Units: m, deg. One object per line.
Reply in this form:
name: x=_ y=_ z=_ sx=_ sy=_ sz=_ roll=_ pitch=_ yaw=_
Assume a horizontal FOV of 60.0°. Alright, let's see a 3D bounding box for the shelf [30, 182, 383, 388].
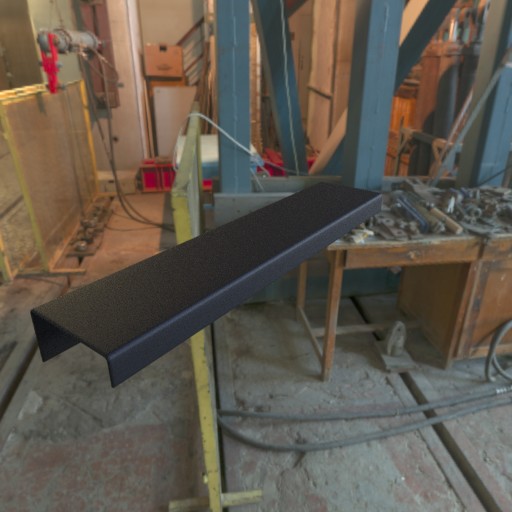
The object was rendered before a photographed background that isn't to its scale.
shelf: x=0.000 y=0.000 z=0.494 sx=0.102 sy=0.053 sz=0.456 roll=18 pitch=31 yaw=33
